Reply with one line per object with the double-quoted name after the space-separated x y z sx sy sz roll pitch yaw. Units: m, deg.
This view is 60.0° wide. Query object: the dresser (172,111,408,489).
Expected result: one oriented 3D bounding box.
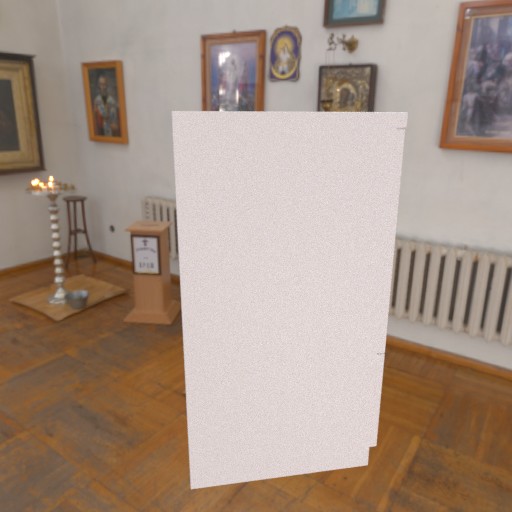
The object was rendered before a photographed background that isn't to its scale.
0.000 0.000 1.234 0.420 0.740 0.830 -3 17 -10 "dresser"
